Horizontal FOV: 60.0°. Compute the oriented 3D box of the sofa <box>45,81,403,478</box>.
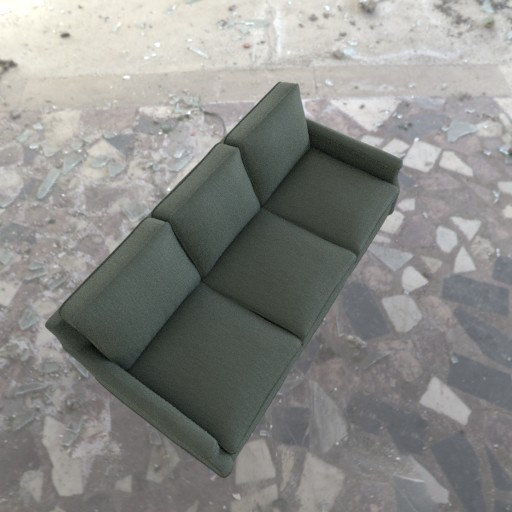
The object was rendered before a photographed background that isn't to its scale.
[{"bbox_3d":[0.000,0.000,2.769,1.084,1.003,2.246,29,63,17],"label":"sofa"}]
